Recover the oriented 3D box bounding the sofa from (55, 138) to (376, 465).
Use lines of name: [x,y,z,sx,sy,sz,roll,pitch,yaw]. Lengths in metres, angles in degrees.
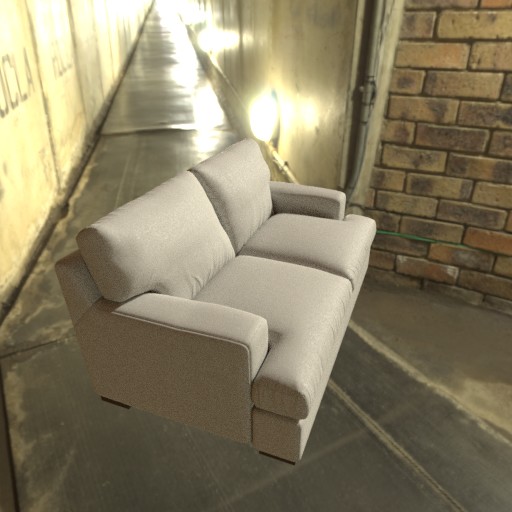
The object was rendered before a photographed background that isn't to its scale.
sofa: [0.000,0.000,2.553,1.143,0.940,1.880,10,30,19]
